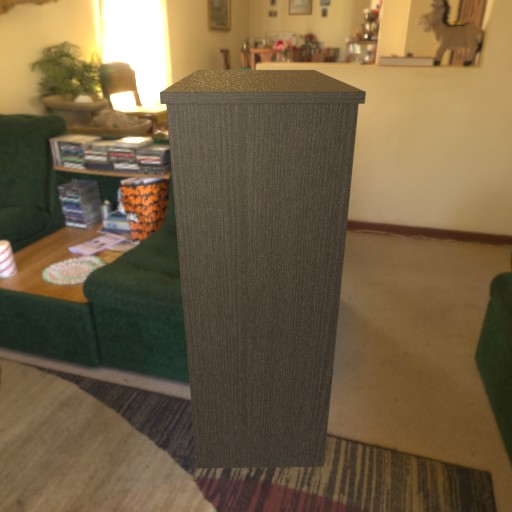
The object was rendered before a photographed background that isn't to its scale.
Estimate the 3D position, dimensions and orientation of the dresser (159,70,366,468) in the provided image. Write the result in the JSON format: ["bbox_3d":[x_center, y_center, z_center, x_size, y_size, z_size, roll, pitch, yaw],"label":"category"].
[{"bbox_3d":[0.000,0.000,1.364,0.399,1.020,0.704,0,26,-1],"label":"dresser"}]
